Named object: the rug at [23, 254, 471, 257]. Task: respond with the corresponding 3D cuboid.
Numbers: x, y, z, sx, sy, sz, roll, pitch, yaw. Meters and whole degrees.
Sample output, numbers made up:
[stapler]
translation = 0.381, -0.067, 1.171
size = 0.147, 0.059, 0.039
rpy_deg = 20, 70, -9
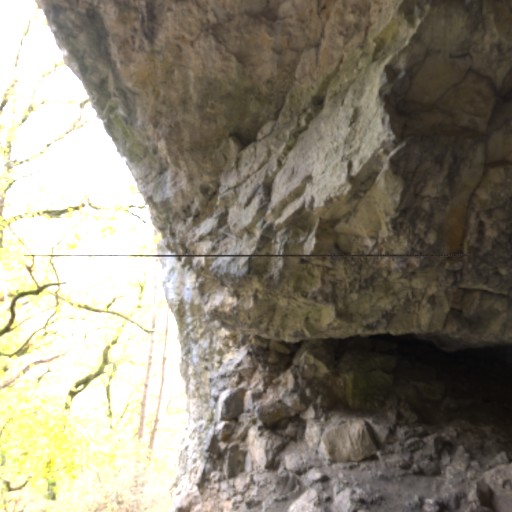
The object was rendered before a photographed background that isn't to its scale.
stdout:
[rug]
translation = 0.000, 0.000, 2.986
size = 2.427, 0.007, 1.515
rpy_deg = 0, 0, 18
